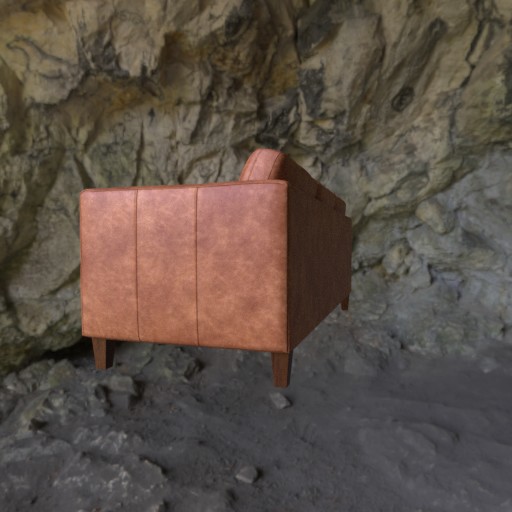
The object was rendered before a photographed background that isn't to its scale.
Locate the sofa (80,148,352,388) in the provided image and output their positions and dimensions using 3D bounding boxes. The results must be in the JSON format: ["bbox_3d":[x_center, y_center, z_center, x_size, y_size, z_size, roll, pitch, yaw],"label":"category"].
[{"bbox_3d":[0.000,0.000,3.018,1.045,1.006,2.464,0,1,18],"label":"sofa"}]
